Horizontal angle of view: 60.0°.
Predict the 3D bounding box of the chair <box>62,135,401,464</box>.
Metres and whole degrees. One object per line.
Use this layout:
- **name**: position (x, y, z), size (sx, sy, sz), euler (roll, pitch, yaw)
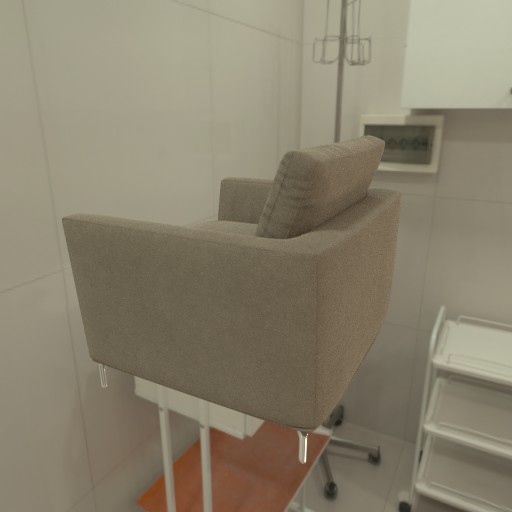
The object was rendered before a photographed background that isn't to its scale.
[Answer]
- **chair**: position (0.000, 0.000, 1.674), size (0.889, 0.864, 1.041), euler (9, 20, 27)
